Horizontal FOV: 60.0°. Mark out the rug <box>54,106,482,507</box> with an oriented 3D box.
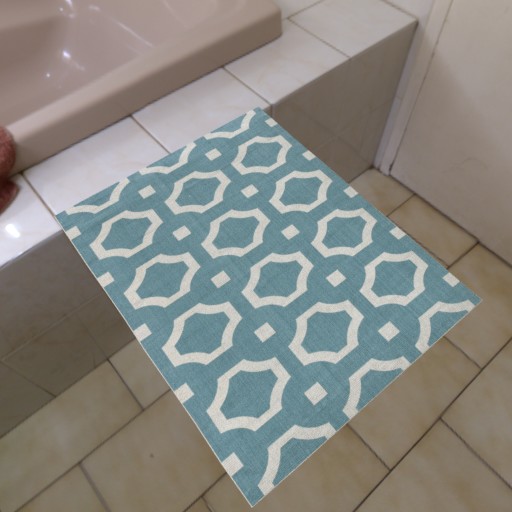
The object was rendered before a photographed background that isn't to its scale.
[{"bbox_3d":[0.000,0.000,3.957,2.466,0.021,3.049,-34,64,-19],"label":"rug"}]
